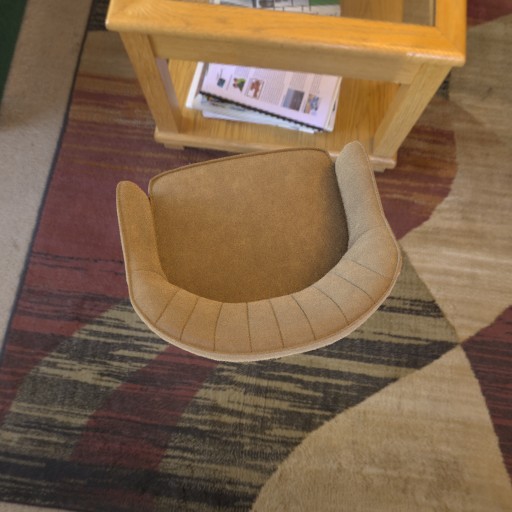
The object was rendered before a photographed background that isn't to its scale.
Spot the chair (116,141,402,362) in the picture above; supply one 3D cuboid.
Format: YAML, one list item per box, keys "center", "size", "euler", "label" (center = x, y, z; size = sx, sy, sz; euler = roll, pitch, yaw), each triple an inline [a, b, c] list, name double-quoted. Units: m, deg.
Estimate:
- center: [0.000, 0.000, 1.226]
  size: [0.635, 0.831, 0.573]
  euler: [-10, 77, -2]
  label: "chair"
